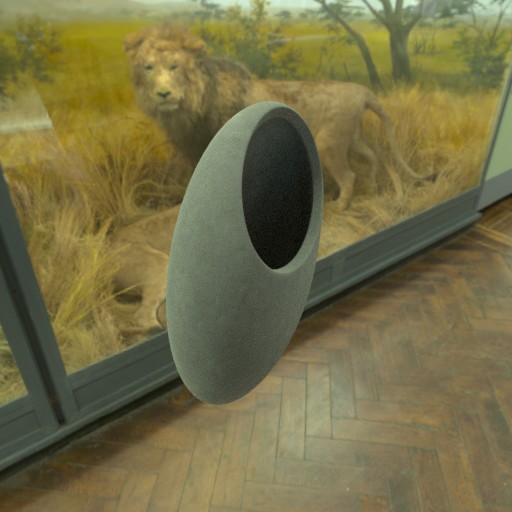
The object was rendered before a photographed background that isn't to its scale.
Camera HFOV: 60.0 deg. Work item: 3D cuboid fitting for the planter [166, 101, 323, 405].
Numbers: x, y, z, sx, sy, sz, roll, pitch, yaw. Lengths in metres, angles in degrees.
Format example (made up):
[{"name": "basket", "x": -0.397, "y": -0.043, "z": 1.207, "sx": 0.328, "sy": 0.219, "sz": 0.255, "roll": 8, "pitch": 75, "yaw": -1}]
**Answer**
[{"name": "planter", "x": 0.000, "y": 0.000, "z": 0.285, "sx": 0.071, "sy": 0.188, "sz": 0.185, "roll": 12, "pitch": 34, "yaw": 18}]
